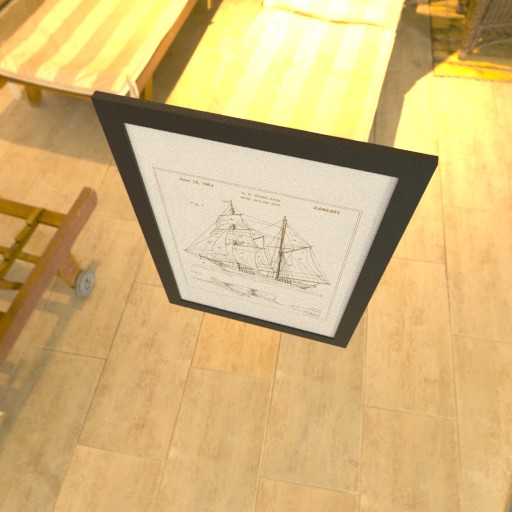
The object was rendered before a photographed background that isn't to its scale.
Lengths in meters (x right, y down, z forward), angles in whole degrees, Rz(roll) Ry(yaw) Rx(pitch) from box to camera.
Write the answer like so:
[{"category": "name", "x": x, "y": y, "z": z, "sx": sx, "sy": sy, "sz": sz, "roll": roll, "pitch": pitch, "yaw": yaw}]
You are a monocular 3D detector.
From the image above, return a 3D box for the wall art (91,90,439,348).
[{"category": "wall art", "x": 0.000, "y": 0.000, "z": 0.699, "sx": 0.381, "sy": 0.534, "sz": 0.013, "roll": 13, "pitch": 59, "yaw": 8}]
